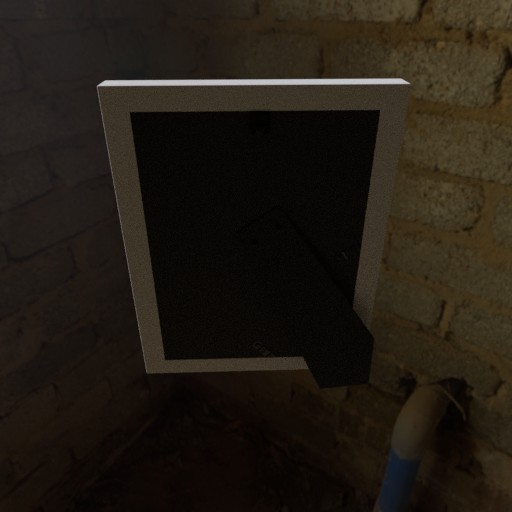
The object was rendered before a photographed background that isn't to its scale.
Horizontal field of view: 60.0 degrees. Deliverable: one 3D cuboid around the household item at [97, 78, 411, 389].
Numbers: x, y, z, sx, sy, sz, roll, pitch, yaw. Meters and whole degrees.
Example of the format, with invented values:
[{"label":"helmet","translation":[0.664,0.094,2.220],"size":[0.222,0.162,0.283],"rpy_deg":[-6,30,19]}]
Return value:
[{"label":"household item","translation":[0.000,0.000,0.343],"size":[0.200,0.250,0.045],"rpy_deg":[-1,31,-2]}]
